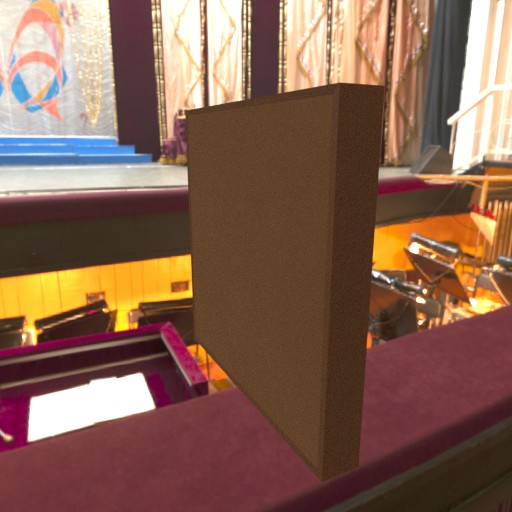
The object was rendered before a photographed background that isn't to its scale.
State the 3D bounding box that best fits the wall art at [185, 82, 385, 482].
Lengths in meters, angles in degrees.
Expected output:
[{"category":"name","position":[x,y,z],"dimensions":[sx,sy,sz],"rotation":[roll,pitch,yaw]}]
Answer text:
[{"category":"wall art","position":[0.000,0.000,0.459],"dimensions":[0.038,0.303,0.304],"rotation":[-7,16,-26]}]
